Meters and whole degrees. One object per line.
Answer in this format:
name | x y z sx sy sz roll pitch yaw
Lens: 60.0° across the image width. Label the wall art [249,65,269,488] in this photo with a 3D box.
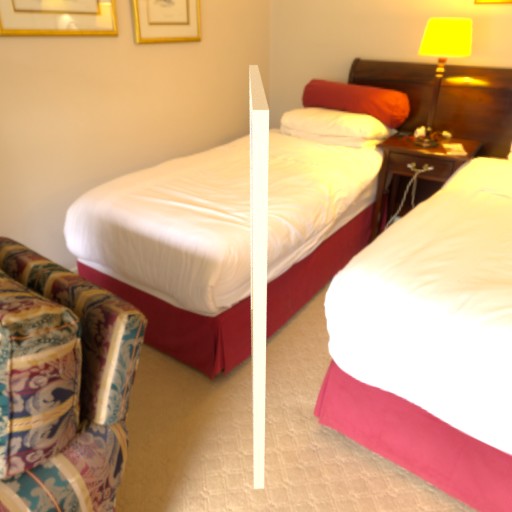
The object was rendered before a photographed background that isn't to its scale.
wall art | 0.000 0.000 0.615 0.013 0.456 0.382 -1 28 -1
